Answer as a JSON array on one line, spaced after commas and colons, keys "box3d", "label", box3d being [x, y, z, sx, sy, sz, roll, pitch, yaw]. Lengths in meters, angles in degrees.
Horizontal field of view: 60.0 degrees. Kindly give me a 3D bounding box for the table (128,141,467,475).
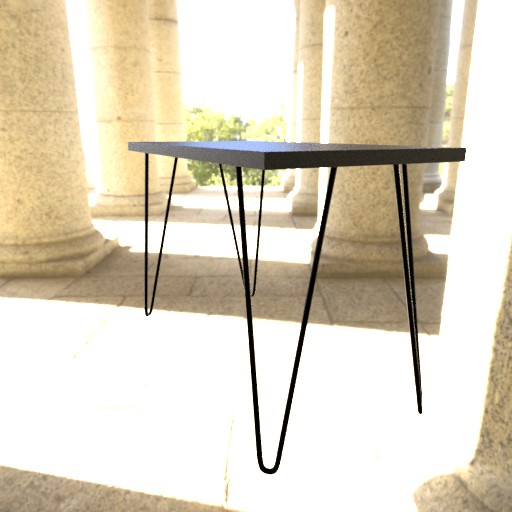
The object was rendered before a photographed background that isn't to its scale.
[{"box3d": [0.000, 0.000, 1.348, 0.499, 0.660, 0.991, -8, 17, -27], "label": "table"}]
